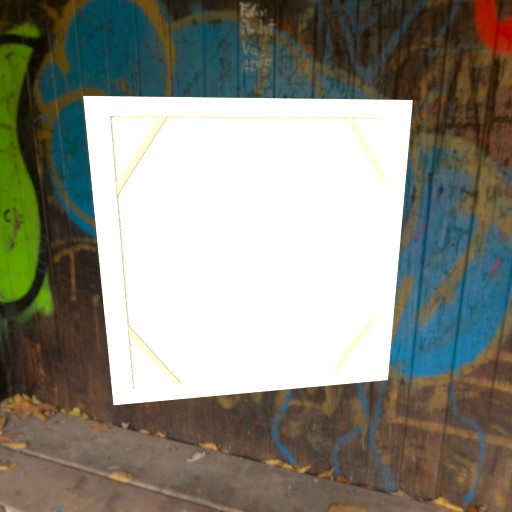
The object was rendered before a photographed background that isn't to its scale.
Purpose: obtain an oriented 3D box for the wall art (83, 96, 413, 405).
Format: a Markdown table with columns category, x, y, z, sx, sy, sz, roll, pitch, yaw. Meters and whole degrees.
| category | x | y | z | sx | sy | sz | roll | pitch | yaw |
| --- | --- | --- | --- | --- | --- | --- | --- | --- | --- |
| wall art | 0.000 | 0.000 | 0.911 | 0.610 | 0.610 | 0.038 | -2 | 16 | -9 |
